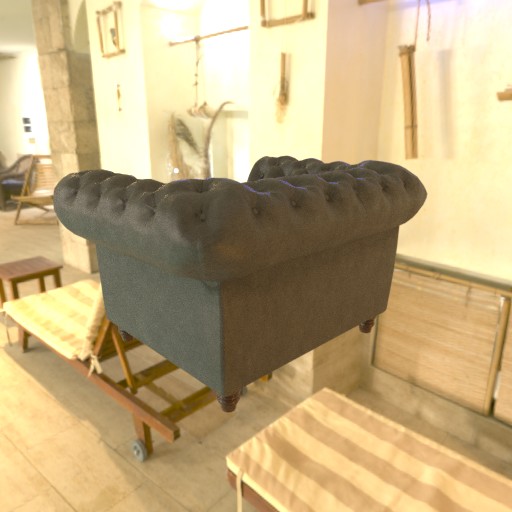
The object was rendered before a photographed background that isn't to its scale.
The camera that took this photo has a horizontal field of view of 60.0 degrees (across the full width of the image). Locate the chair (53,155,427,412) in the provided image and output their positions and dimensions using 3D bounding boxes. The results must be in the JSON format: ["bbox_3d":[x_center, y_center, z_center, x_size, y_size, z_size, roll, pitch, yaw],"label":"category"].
[{"bbox_3d":[0.000,0.000,1.877,1.298,0.780,0.943,-16,23,-41],"label":"chair"}]
